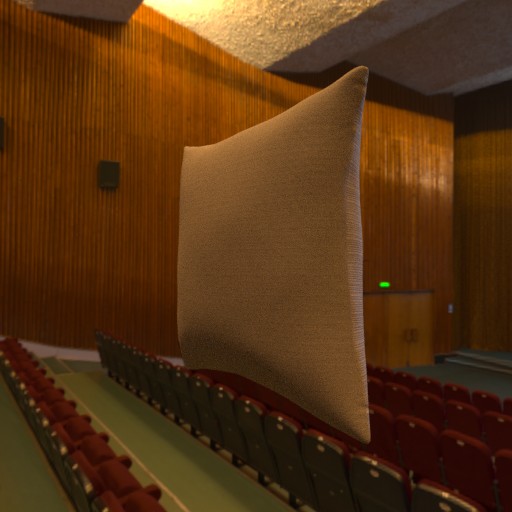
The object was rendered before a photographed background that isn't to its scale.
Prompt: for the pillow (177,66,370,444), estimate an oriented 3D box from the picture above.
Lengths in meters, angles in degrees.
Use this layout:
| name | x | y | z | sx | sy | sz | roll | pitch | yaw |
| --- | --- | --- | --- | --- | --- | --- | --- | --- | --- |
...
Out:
| name | x | y | z | sx | sy | sz | roll | pitch | yaw |
| --- | --- | --- | --- | --- | --- | --- | --- | --- | --- |
| pillow | 0.000 | 0.000 | 0.784 | 0.204 | 0.497 | 0.512 | 0 | 0 | -36 |
